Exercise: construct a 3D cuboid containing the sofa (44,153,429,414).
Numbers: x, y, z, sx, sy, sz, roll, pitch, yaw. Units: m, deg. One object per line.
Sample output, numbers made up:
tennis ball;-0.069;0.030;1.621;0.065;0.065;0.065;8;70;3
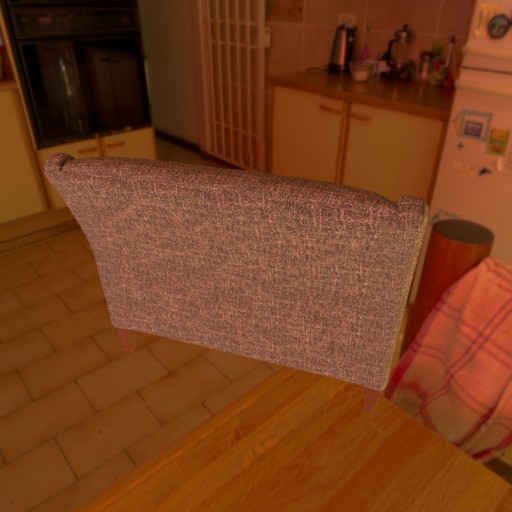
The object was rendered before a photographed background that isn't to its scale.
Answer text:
sofa;0.000;0.000;1.899;1.242;1.021;0.870;10;33;16
